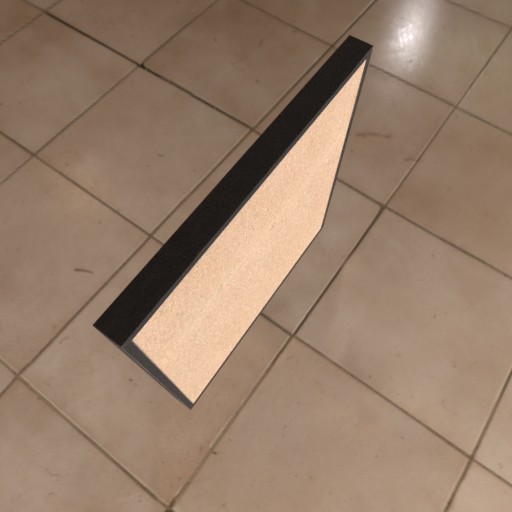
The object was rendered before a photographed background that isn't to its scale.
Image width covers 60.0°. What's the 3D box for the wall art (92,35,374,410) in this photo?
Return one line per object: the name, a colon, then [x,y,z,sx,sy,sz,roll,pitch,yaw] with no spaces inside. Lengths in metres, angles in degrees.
wall art: [0.000,0.000,0.750,0.038,0.508,0.508,32,69,14]
